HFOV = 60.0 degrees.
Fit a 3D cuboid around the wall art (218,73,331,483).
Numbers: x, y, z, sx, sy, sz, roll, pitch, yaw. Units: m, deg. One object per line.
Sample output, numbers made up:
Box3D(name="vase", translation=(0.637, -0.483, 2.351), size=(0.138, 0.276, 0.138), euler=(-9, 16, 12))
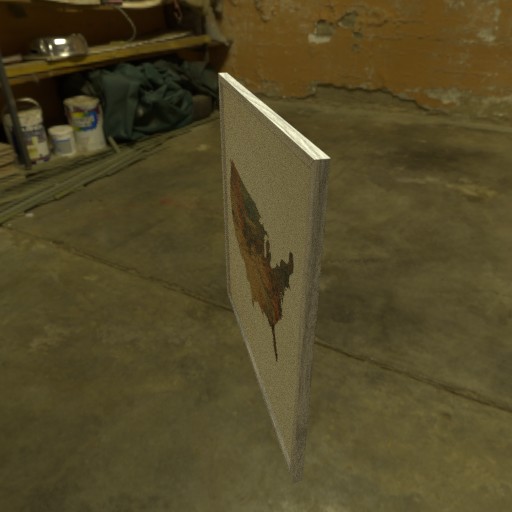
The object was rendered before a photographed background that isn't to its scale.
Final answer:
Box3D(name="wall art", translation=(0.000, 0.000, 0.754), size=(0.016, 0.507, 0.508), euler=(-8, 32, -12))
